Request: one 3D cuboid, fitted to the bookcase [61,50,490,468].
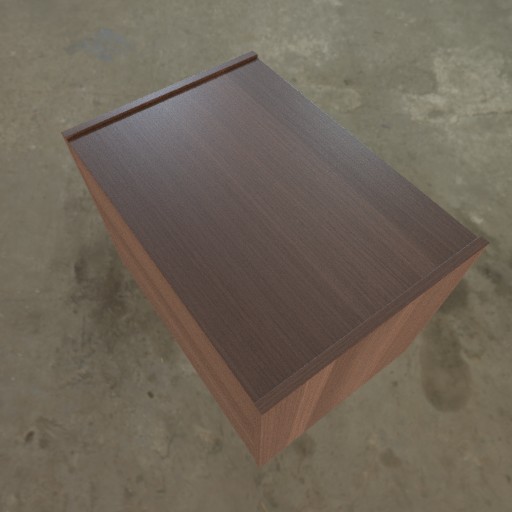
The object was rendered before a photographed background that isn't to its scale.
[{"bbox_3d":[0.000,0.000,0.626,0.290,0.305,0.415,-31,62,-19],"label":"bookcase"}]
